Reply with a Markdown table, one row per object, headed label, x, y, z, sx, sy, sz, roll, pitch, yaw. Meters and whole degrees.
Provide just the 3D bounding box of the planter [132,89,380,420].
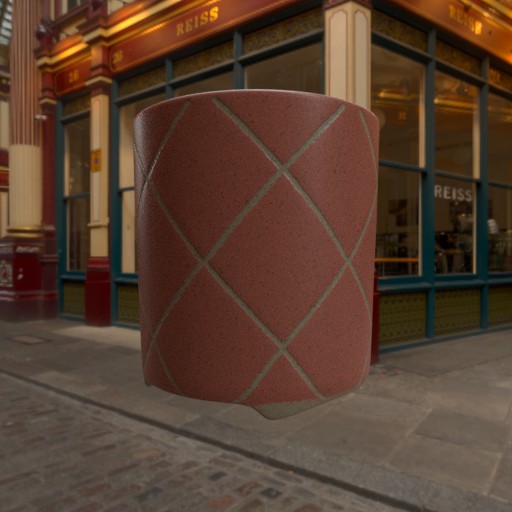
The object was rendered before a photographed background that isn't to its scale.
| label | x | y | z | sx | sy | sz | roll | pitch | yaw |
| --- | --- | --- | --- | --- | --- | --- | --- | --- | --- |
| planter | 0.000 | 0.000 | 0.356 | 0.191 | 0.200 | 0.191 | 0 | 1 | 0 |
